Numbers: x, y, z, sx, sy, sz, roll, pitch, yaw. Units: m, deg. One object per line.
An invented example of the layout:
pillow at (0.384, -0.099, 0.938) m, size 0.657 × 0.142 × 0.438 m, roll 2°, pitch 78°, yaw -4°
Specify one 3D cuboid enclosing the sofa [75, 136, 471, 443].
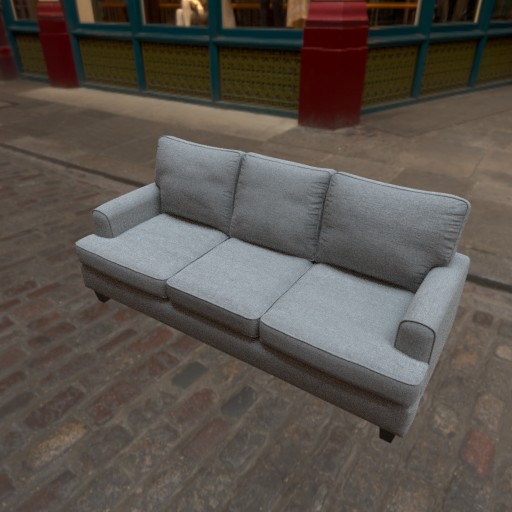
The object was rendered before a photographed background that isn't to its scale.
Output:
sofa at (0.000, 0.000, 2.579) m, size 2.158 × 0.965 × 0.951 m, roll 19°, pitch 36°, yaw 28°
